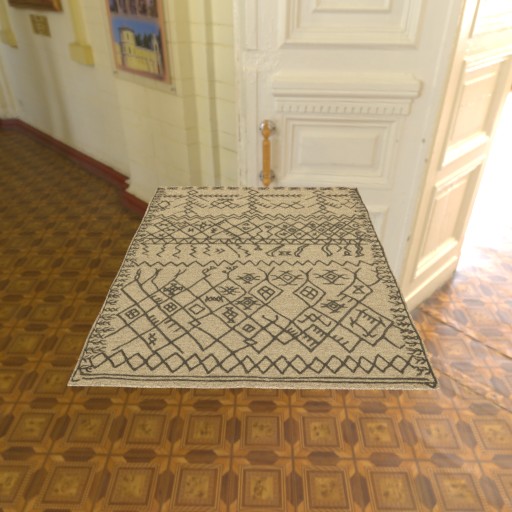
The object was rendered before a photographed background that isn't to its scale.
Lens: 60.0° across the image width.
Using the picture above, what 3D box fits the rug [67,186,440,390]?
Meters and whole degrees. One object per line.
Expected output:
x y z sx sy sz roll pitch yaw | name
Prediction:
0.000 0.000 3.315 1.964 0.025 2.455 0 34 0 | rug
